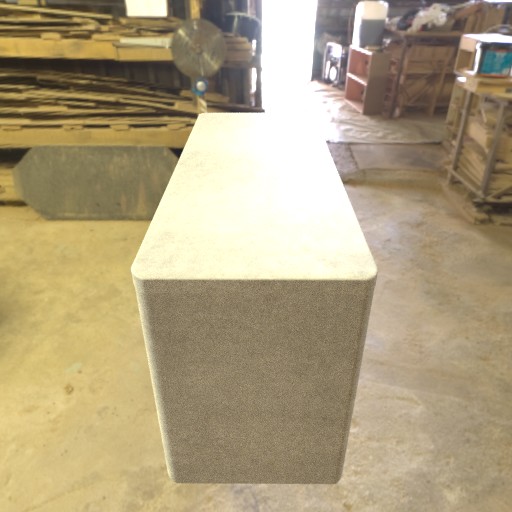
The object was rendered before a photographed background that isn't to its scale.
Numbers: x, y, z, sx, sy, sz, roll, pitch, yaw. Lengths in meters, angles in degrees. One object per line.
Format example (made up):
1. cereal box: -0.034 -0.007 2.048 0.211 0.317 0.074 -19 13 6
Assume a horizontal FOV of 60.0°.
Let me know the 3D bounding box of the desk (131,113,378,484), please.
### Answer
1. desk: 0.000 0.000 1.737 0.550 0.755 1.400 0 32 0
